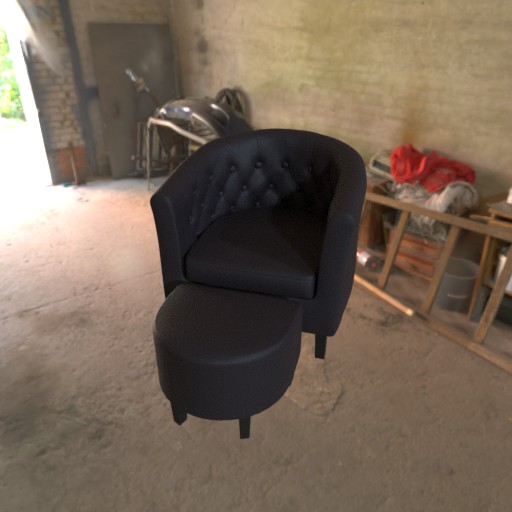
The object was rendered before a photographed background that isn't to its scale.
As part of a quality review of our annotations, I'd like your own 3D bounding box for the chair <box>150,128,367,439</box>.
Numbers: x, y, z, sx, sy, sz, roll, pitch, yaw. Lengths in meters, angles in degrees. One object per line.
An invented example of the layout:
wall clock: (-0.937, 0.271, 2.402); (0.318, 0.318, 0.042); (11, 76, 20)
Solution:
chair: (0.000, 0.000, 1.725); (0.763, 0.760, 1.191); (7, 28, 14)
